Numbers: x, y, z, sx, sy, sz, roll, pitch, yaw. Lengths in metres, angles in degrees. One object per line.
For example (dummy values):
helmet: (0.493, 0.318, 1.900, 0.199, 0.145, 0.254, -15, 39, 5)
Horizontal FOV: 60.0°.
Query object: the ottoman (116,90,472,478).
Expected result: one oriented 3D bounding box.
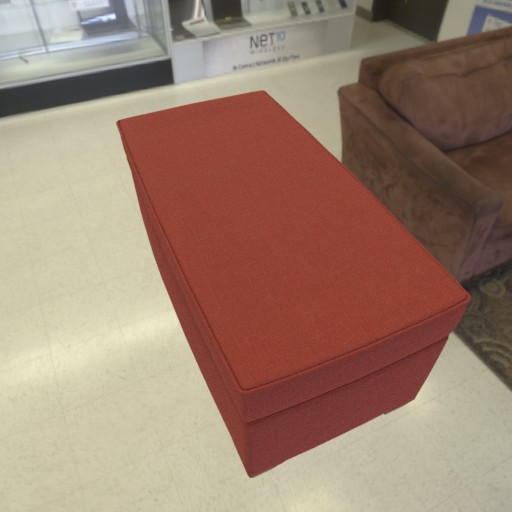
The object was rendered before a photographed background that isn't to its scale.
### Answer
ottoman: (0.000, 0.000, 1.202, 0.497, 0.454, 0.948, -18, 49, -17)
